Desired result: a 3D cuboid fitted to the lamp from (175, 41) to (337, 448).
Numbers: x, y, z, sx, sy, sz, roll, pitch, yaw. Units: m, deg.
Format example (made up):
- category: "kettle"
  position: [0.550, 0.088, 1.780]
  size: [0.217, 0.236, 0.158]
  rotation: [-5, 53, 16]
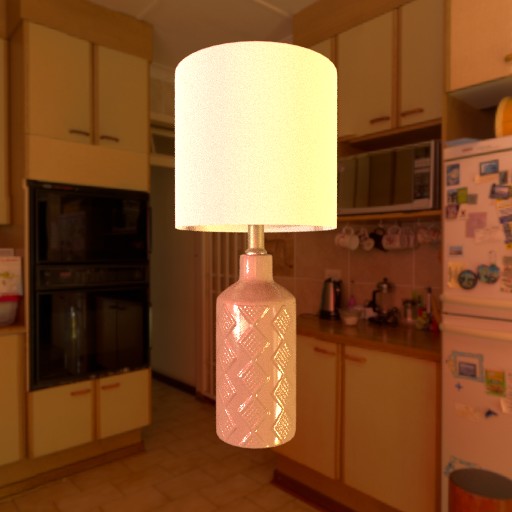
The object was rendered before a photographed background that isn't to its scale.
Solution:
- category: "lamp"
  position: [0.000, 0.000, 0.578]
  size: [0.207, 0.461, 0.207]
  rotation: [0, 1, 18]
